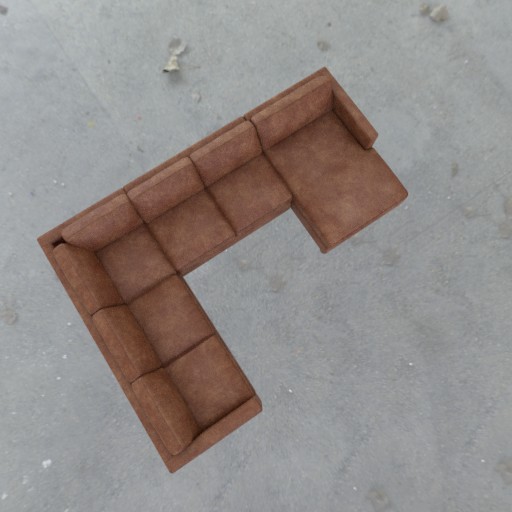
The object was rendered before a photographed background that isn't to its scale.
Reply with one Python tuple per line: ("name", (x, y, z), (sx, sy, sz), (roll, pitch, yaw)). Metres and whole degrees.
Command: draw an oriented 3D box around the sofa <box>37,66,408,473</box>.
("sofa", (0.000, 0.000, 4.405), (3.324, 0.888, 2.452), (-33, 79, -7))
